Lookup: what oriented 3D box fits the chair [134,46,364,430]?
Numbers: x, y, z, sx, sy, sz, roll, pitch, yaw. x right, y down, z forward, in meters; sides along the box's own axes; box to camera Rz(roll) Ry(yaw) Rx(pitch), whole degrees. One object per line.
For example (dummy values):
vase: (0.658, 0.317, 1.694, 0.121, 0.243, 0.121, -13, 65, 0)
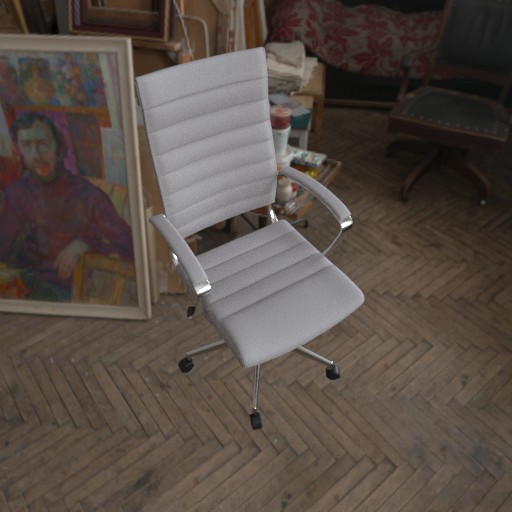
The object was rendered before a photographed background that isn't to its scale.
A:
chair: (0.000, 0.000, 1.561, 0.679, 1.149, 0.667, -24, 50, -22)
